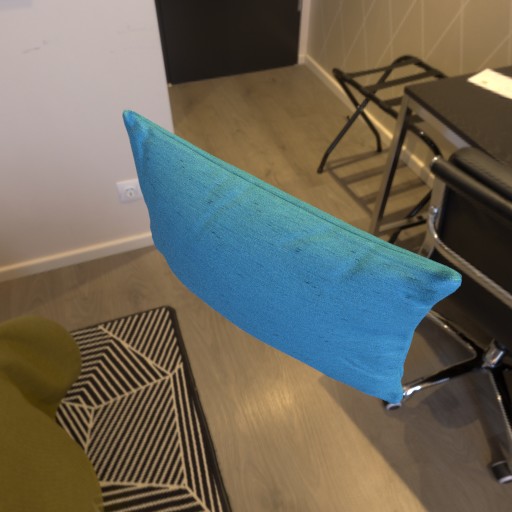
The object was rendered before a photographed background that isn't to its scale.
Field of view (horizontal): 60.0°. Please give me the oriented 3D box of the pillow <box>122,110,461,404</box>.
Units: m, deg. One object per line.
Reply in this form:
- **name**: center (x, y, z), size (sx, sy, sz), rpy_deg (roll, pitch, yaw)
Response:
- **pillow**: center (0.000, 0.000, 0.781), size (0.633, 0.338, 0.210), rpy_deg (31, 54, 26)
